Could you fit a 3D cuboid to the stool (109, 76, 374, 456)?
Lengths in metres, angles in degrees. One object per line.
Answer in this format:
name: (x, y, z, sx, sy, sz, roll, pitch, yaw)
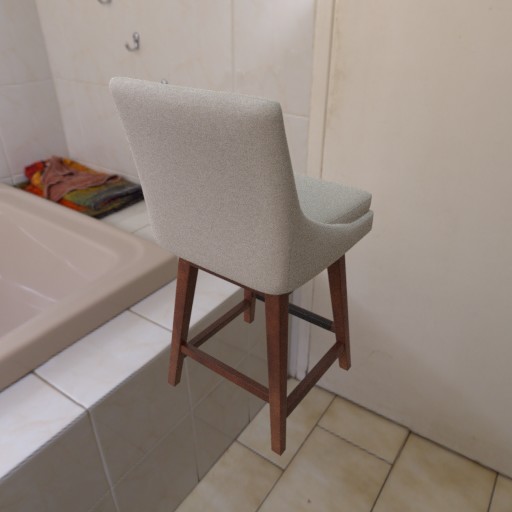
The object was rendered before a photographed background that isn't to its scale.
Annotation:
stool: (0.000, 0.000, 1.274, 0.469, 0.991, 0.559, 21, 36, 31)
